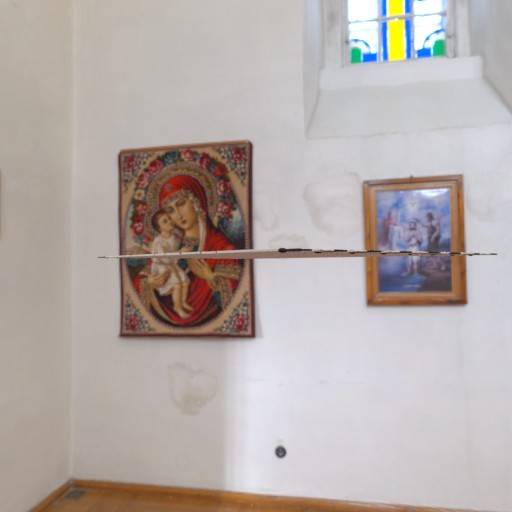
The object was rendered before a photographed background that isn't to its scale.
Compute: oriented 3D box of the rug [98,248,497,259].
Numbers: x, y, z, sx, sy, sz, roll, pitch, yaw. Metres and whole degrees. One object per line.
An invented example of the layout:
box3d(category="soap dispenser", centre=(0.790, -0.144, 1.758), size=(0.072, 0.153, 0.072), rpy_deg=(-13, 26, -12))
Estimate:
box3d(category="rug", centre=(0.000, 0.000, 3.243), size=(1.524, 0.021, 2.755), rpy_deg=(1, -1, -35))
